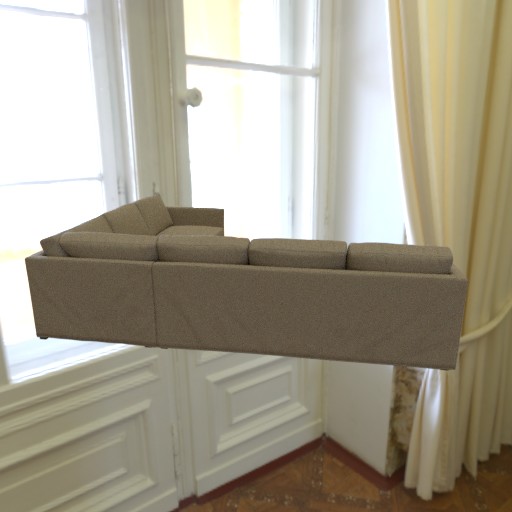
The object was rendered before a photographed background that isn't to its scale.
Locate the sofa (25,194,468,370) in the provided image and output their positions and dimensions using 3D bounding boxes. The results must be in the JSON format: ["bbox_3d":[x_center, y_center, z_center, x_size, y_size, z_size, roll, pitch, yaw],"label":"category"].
[{"bbox_3d":[0.000,0.000,4.308,3.182,0.871,2.432,2,16,9],"label":"sofa"}]
